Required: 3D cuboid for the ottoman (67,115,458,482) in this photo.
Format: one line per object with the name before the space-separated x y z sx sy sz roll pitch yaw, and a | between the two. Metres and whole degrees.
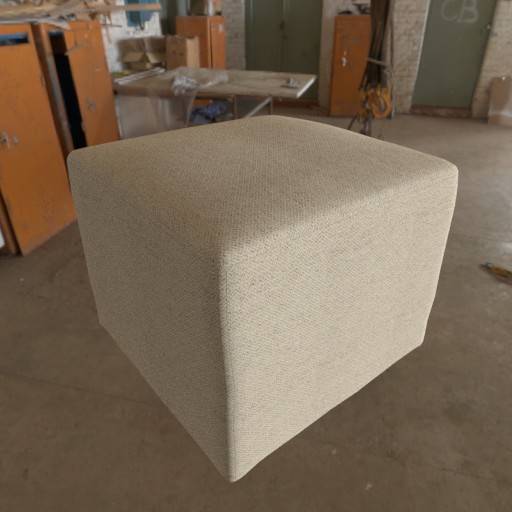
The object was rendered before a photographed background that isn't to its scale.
ottoman | 0.000 0.000 0.875 0.521 0.453 0.512 -22 36 -33
